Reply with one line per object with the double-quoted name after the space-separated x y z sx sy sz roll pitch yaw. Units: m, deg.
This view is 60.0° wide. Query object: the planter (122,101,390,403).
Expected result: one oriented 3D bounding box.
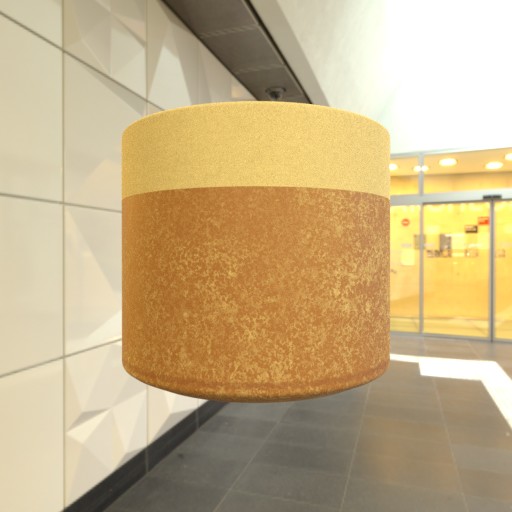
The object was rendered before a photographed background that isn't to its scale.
0.000 0.000 0.274 0.159 0.138 0.159 0 0 0 "planter"
